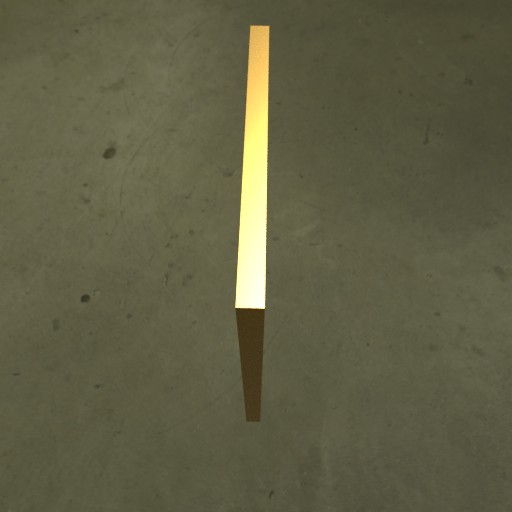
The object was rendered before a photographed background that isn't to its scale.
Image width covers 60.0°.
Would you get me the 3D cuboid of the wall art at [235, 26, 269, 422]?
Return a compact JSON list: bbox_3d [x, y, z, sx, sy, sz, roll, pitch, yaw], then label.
[{"bbox_3d":[0.000,0.000,1.051,0.038,0.762,0.610,1,59,1],"label":"wall art"}]
